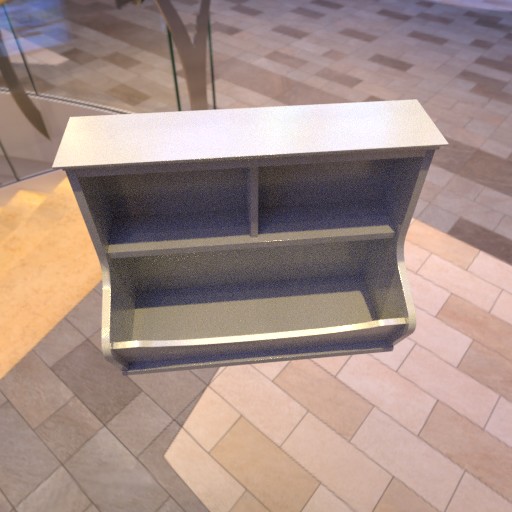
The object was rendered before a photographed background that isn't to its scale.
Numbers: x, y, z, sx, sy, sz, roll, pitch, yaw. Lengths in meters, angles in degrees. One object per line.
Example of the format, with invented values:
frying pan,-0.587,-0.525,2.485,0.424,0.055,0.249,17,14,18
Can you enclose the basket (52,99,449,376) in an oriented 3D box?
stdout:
basket,0.000,0.000,1.094,0.780,0.600,0.350,-4,47,-4
